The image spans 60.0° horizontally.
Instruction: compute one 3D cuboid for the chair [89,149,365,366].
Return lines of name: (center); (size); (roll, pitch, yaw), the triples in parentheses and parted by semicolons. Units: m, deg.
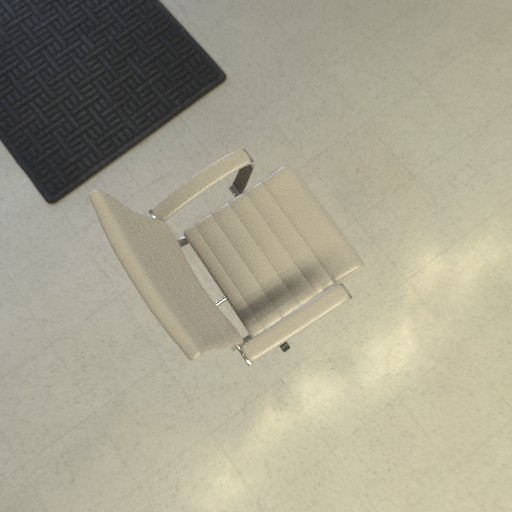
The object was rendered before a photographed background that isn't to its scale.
chair: (0.000, 0.000, 1.549); (0.667, 1.149, 0.679); (-33, 79, -7)
